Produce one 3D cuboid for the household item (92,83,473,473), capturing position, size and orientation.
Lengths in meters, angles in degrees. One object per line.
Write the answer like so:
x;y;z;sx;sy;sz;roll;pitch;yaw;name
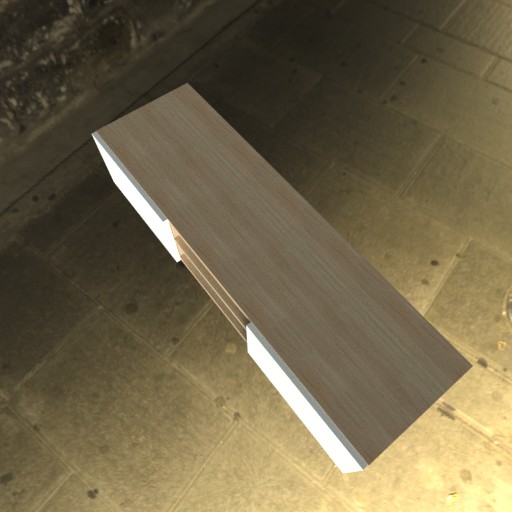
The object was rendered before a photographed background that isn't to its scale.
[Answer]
0.000;0.000;1.549;0.420;0.310;1.400;-35;68;-17;household item
